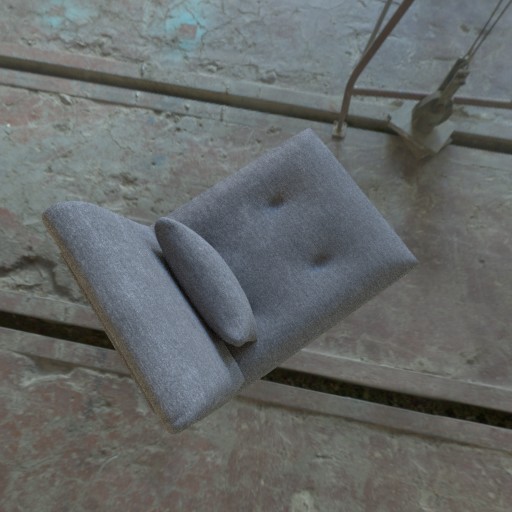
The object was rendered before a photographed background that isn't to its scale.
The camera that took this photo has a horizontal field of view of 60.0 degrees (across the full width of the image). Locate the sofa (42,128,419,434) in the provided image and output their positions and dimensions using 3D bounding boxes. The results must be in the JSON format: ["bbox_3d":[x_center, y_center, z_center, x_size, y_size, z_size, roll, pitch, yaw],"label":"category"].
[{"bbox_3d":[0.000,0.000,1.541,1.000,0.820,0.700,-34,78,-8],"label":"sofa"}]
